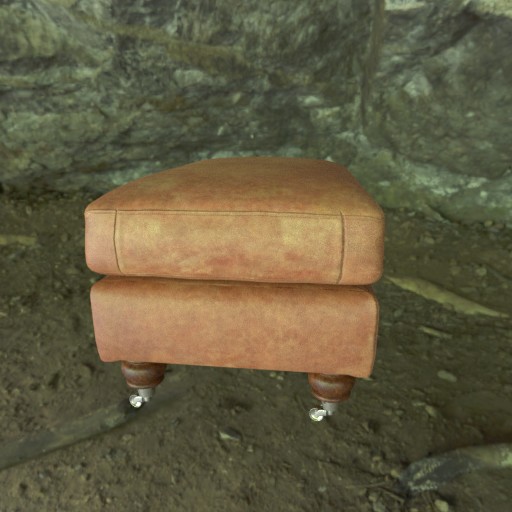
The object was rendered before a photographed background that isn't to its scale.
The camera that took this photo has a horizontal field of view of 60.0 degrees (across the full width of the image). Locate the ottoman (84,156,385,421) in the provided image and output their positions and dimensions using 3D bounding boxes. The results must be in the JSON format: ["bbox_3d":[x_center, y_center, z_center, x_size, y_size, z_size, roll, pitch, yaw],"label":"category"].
[{"bbox_3d":[0.000,0.000,1.198,0.565,0.507,0.852,2,16,7],"label":"ottoman"}]
